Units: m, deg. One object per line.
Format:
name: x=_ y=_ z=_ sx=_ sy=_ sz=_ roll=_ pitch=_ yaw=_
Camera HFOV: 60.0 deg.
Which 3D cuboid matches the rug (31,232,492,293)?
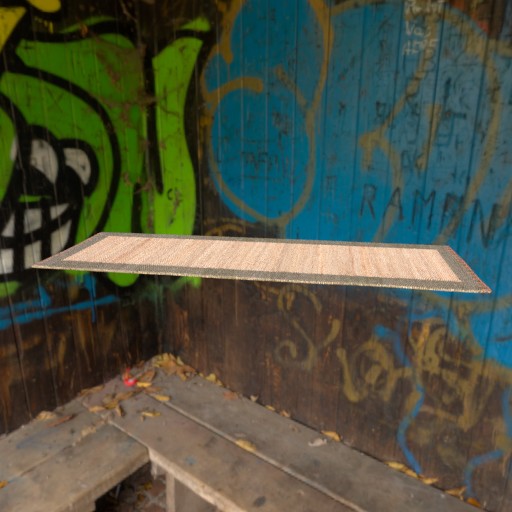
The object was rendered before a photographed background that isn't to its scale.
rug: x=0.000 y=0.000 z=2.670 sx=2.413 sy=0.016 sz=0.810 roll=3 pitch=17 yaw=9
